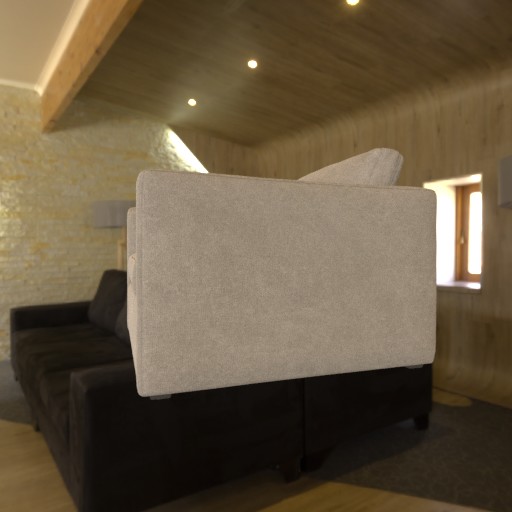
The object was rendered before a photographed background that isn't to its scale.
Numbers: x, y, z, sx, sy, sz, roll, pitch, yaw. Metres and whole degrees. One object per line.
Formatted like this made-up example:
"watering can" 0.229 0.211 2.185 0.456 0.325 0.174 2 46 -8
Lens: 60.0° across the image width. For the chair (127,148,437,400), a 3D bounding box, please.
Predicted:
"chair" 0.000 0.000 1.936 1.091 0.845 1.190 0 1 -17
